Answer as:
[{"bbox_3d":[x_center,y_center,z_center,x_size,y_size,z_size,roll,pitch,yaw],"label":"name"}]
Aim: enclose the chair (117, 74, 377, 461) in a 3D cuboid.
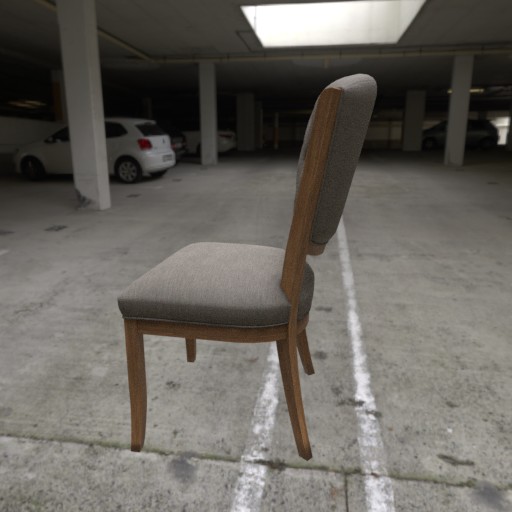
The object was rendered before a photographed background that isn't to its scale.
[{"bbox_3d":[0.000,0.000,1.214,0.584,0.905,0.513,2,14,8],"label":"chair"}]
